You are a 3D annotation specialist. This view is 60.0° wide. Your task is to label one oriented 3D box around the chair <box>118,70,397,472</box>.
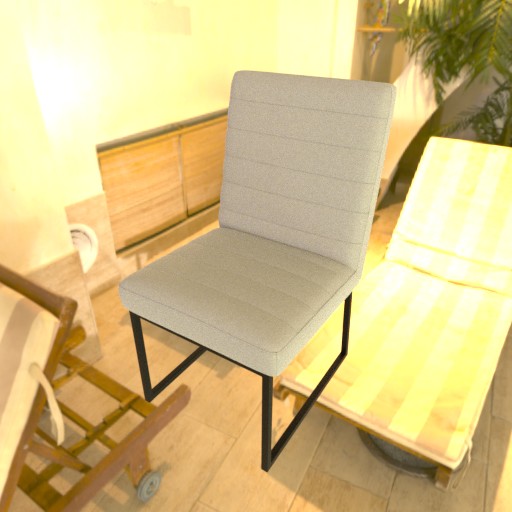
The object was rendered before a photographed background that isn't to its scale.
[{"bbox_3d":[0.000,0.000,1.300,0.520,0.930,0.634,18,35,28],"label":"chair"}]
